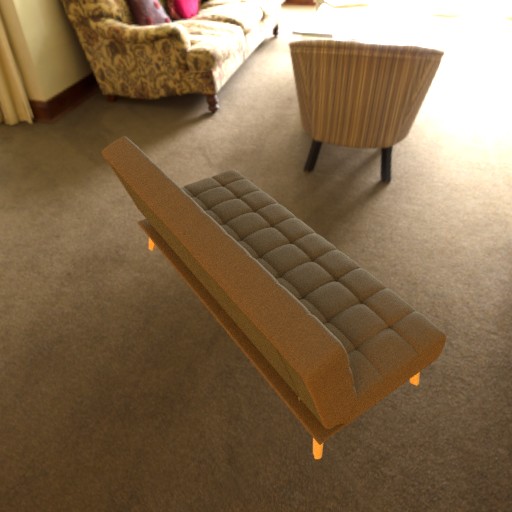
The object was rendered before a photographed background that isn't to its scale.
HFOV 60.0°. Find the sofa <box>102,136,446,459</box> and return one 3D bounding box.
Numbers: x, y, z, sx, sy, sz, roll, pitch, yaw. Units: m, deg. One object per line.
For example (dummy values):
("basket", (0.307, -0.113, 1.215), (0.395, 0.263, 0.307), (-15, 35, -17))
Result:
("sofa", (0.000, 0.000, 2.310), (0.860, 0.810, 1.800), (-25, 47, -25))
